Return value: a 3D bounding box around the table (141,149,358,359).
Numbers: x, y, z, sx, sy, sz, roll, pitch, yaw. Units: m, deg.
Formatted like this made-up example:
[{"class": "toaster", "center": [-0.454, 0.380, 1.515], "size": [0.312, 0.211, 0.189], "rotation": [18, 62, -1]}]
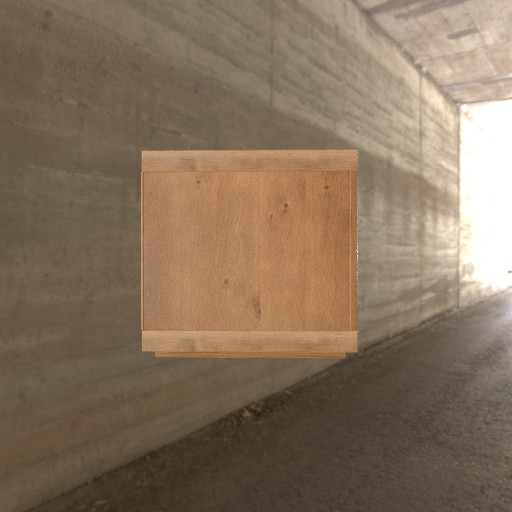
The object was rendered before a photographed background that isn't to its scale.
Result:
[{"class": "table", "center": [0.000, 0.000, 1.767], "size": [0.499, 0.491, 1.499], "rotation": [0, 0, 1]}]
